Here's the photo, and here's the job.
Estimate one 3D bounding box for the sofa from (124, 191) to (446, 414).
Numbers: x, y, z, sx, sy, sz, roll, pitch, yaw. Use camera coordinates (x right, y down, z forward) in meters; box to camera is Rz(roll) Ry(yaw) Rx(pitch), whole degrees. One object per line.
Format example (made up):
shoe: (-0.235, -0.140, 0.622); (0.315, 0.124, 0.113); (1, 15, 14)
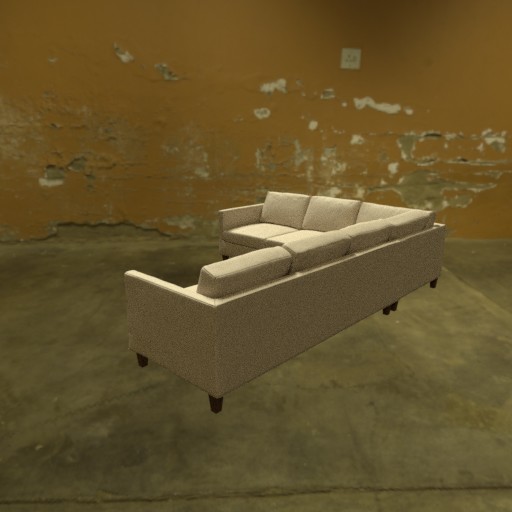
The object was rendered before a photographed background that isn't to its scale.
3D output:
sofa: (0.000, 0.000, 4.312); (2.432, 0.863, 3.182); (14, 20, 42)
